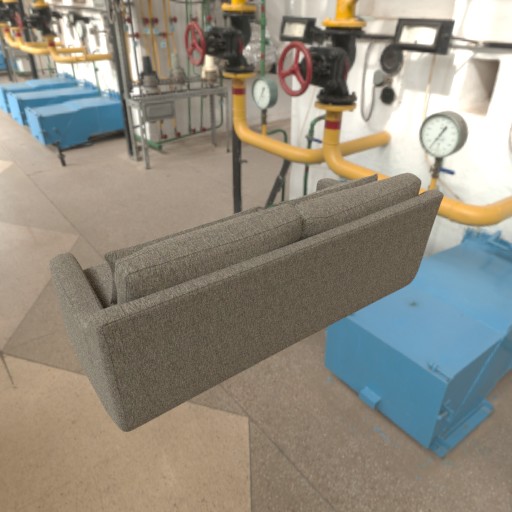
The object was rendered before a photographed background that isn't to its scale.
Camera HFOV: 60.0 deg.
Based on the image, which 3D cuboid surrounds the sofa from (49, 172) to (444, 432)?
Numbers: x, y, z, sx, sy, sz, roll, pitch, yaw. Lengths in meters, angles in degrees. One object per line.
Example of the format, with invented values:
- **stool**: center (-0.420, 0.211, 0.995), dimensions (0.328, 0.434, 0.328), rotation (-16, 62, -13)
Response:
- **sofa**: center (0.000, 0.000, 2.953), dimensions (2.418, 0.998, 1.103), rotation (-20, 36, -31)
